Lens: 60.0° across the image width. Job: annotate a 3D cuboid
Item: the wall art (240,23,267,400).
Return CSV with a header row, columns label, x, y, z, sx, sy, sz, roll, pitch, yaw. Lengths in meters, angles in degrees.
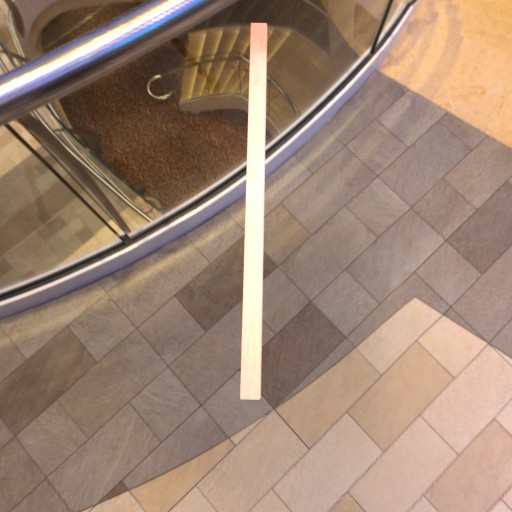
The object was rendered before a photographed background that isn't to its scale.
label,x,y,z,sx,sy,sz,roll,pitch,yaw
wall art,0.000,0.000,1.339,0.039,1.016,0.761,1,76,0
